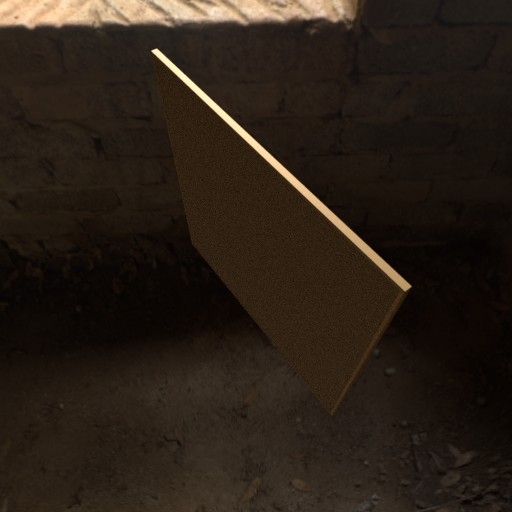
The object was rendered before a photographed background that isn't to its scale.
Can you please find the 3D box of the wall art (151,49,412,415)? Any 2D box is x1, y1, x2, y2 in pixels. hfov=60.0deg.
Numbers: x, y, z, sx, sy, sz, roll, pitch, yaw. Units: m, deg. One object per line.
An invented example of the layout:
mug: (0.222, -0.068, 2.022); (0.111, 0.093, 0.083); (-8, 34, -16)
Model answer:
wall art: (0.000, 0.000, 0.989); (0.014, 0.655, 0.657); (-32, 63, -19)
